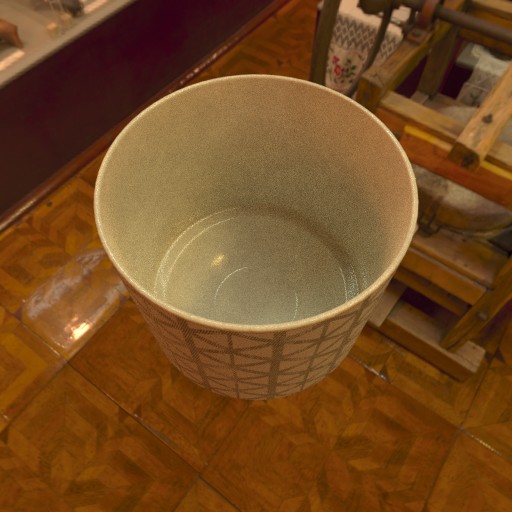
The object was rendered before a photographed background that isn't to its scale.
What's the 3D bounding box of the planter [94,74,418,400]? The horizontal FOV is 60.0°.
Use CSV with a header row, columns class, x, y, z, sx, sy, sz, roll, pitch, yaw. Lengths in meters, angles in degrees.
class,x,y,z,sx,sy,sz,roll,pitch,yaw
planter,0.000,0.000,0.341,0.190,0.181,0.190,0,60,0
